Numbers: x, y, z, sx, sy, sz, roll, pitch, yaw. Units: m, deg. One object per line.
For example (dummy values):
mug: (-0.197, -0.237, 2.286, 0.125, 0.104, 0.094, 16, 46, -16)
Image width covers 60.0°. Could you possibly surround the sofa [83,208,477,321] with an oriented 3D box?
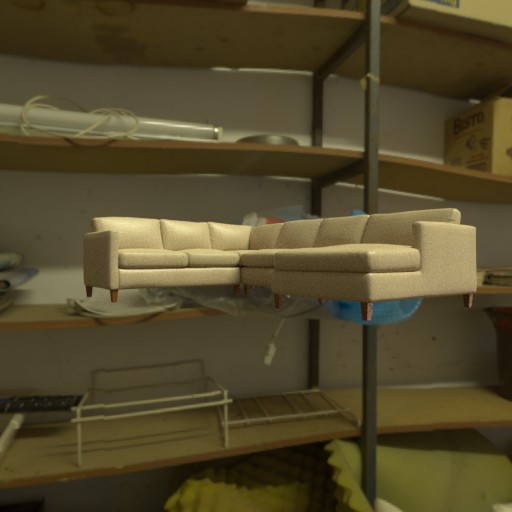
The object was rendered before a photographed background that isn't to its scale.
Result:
sofa: (0.000, 0.000, 4.680, 2.594, 0.961, 3.460, 0, -1, -38)
